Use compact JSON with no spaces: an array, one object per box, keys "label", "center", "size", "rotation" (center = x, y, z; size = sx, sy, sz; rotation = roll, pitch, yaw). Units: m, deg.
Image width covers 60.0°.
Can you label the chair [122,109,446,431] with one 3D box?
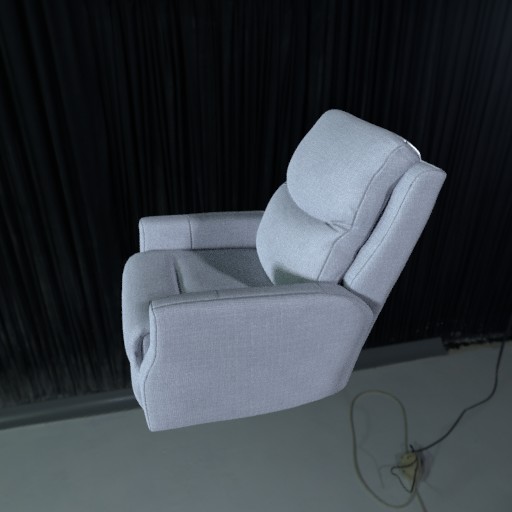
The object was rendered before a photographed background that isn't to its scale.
[{"label":"chair","center":[0.000,0.000,1.777],"size":[1.080,1.030,0.829],"rotation":[-8,30,-14]}]
